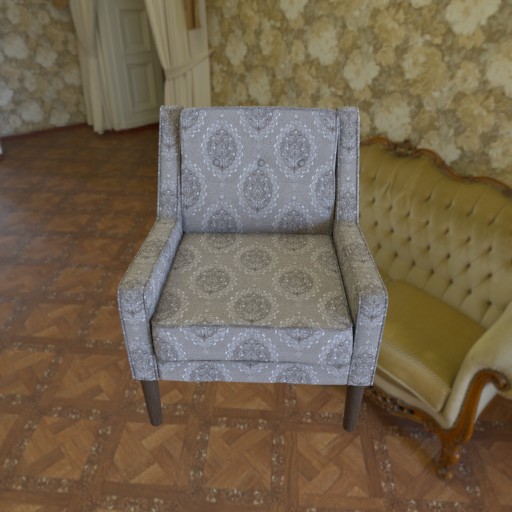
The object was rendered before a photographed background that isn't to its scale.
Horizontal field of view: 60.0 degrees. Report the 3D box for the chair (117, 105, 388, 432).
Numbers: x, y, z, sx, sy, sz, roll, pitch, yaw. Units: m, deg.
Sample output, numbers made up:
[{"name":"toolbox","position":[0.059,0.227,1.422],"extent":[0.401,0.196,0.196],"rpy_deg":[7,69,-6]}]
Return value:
[{"name":"chair","position":[0.000,0.000,1.375],"extent":[0.665,0.797,0.750],"rpy_deg":[1,32,2]}]
